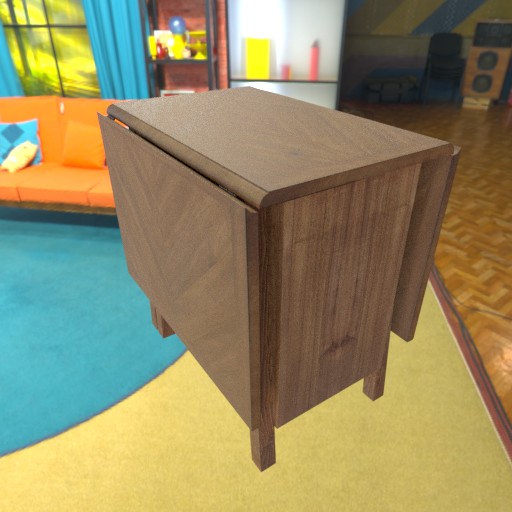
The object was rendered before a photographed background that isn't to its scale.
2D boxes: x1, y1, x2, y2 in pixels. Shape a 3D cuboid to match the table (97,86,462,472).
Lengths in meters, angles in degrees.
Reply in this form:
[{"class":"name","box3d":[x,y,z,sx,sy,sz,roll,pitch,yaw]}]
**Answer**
[{"class":"table","box3d":[0.000,0.000,1.624,0.701,0.981,0.967,-19,36,-29]}]
